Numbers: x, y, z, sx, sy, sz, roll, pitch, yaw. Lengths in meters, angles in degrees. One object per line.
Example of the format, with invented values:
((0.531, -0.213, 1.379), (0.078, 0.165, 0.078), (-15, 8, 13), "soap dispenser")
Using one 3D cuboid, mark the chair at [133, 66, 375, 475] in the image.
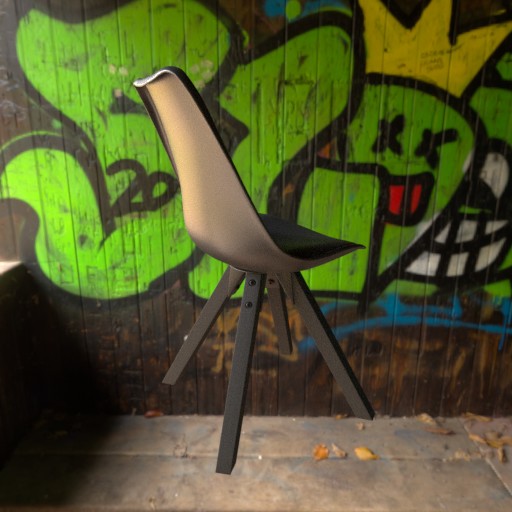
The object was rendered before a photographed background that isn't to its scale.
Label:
((0.000, 0.000, 1.140), (0.530, 0.850, 0.485), (-8, 17, -27), "chair")
